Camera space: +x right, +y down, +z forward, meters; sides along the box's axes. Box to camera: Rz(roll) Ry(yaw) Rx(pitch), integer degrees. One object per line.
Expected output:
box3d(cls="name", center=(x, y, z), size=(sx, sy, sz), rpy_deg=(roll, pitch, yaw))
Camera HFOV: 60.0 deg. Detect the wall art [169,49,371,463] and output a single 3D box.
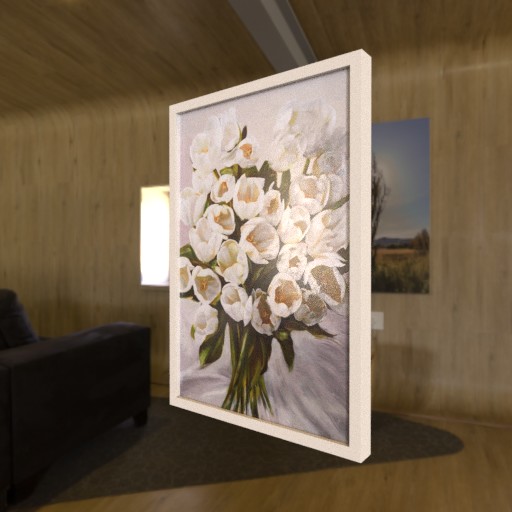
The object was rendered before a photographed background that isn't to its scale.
box3d(cls="wall art", center=(0.000, 0.000, 0.855), size=(0.450, 0.657, 0.038), rpy_deg=(0, 1, 37))
